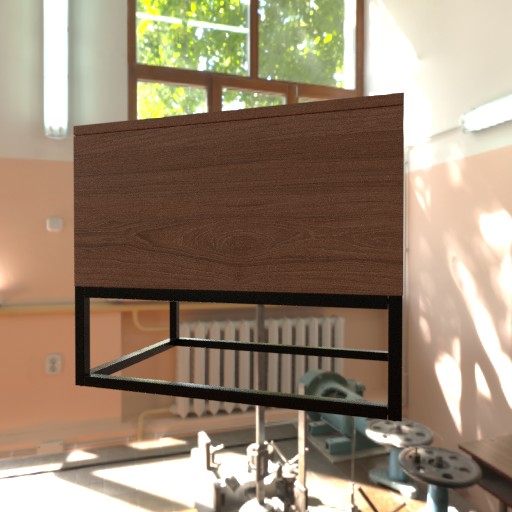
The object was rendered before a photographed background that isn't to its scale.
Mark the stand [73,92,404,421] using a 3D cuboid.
[{"bbox_3d":[0.000,0.000,0.959,0.600,0.500,0.420,0,1,18],"label":"stand"}]
